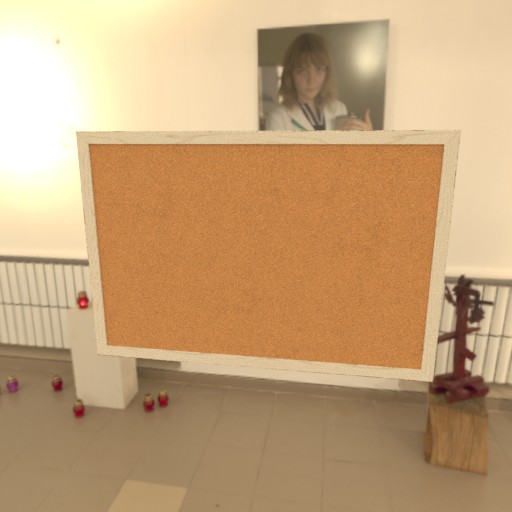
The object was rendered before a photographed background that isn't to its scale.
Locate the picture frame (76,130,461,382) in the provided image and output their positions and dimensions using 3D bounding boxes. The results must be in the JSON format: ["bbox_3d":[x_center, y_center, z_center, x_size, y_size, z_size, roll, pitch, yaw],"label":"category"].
[{"bbox_3d":[0.000,0.000,1.178,0.950,0.640,0.029,2,15,9],"label":"picture frame"}]
